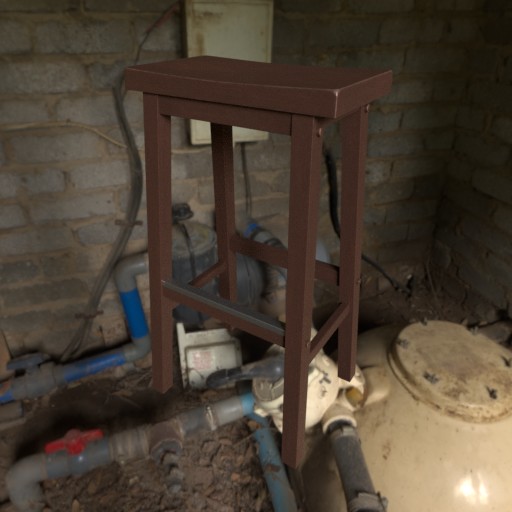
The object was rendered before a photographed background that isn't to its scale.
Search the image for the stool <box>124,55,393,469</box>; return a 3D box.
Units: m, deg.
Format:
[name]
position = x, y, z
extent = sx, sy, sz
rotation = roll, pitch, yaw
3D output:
[stool]
position = 0.000, 0.000, 0.944
extent = 0.406, 0.742, 0.322
rotation = 18, 35, 28
